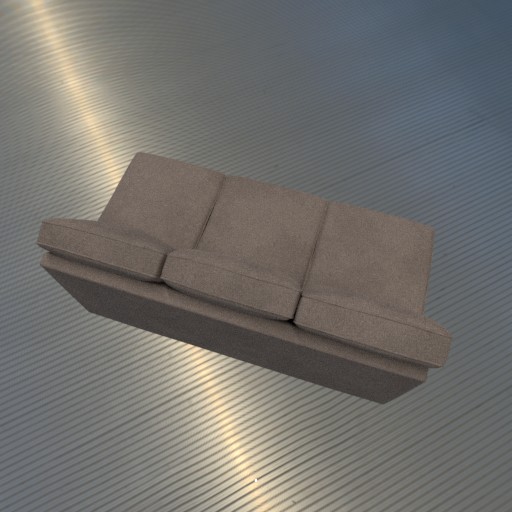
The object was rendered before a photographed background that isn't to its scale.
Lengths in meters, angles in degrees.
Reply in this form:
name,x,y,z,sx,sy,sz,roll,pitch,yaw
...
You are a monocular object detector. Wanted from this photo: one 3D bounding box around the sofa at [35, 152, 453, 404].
name,x,y,z,sx,sy,sz,roll,pitch,yaw
sofa,0.000,0.000,2.541,1.962,0.973,1.027,16,64,8
